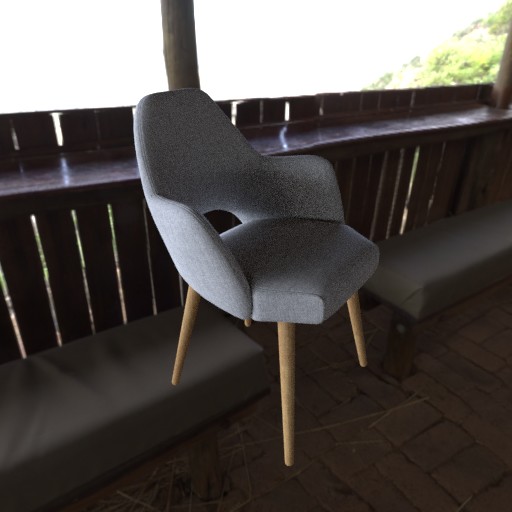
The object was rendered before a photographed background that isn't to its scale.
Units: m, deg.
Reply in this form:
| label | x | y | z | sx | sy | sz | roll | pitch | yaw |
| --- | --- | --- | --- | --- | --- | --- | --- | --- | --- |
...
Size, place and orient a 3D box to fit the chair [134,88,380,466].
| label | x | y | z | sx | sy | sz | roll | pitch | yaw |
| --- | --- | --- | --- | --- | --- | --- | --- | --- | --- |
| chair | 0.000 | 0.000 | 1.245 | 0.610 | 0.840 | 0.590 | 18 | 32 | 31 |
